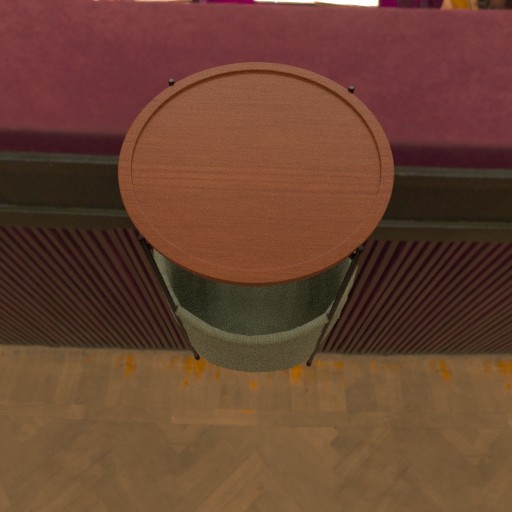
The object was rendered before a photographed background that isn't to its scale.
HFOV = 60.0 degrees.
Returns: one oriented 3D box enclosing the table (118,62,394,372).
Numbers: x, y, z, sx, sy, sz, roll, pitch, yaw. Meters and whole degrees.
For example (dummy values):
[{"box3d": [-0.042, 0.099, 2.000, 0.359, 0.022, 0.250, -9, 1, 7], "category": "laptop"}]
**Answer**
[{"box3d": [0.000, 0.000, 0.899, 0.400, 0.623, 0.400, 3, 63, 1], "category": "table"}]
